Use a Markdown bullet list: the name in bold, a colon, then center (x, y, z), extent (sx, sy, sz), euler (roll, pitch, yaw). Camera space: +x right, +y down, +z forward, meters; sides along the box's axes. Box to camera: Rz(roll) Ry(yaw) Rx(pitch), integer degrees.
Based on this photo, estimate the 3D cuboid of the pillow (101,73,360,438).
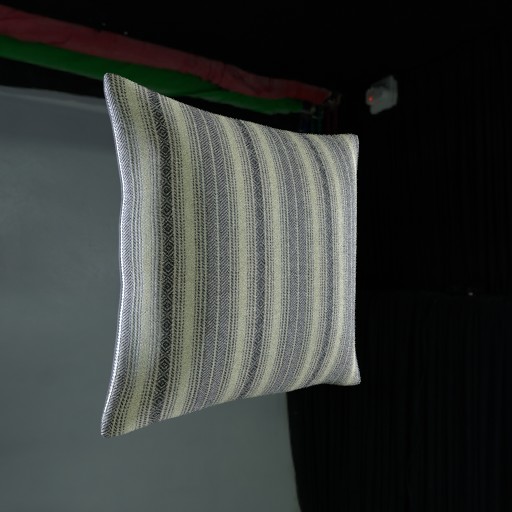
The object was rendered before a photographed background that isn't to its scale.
- **pillow**: center (0.000, 0.000, 0.761), extent (0.520, 0.508, 0.166), euler (1, -2, -35)
